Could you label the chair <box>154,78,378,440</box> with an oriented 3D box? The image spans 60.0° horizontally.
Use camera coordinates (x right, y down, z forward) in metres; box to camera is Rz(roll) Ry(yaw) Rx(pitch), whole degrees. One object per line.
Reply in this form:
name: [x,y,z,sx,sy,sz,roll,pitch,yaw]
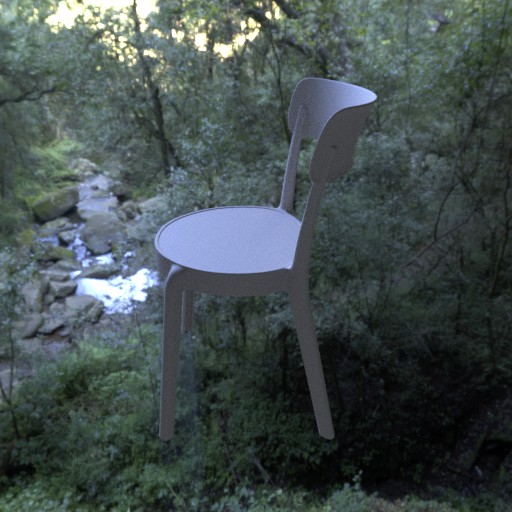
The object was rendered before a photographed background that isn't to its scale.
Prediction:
chair: [0.000,0.000,1.114,0.491,0.790,0.506,0,27,-1]
